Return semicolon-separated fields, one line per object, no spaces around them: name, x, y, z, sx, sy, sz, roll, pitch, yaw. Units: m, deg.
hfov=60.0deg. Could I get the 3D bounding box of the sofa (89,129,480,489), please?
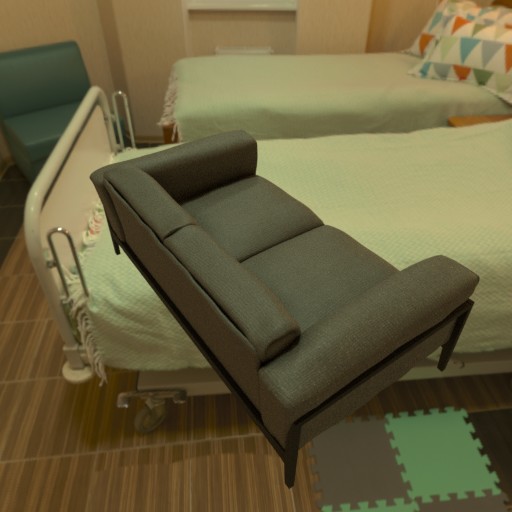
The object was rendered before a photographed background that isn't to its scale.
sofa;0.000;0.000;2.122;0.960;0.656;1.690;-24;45;-27
